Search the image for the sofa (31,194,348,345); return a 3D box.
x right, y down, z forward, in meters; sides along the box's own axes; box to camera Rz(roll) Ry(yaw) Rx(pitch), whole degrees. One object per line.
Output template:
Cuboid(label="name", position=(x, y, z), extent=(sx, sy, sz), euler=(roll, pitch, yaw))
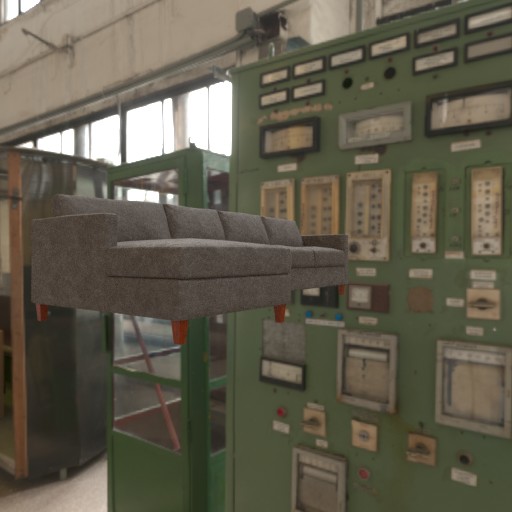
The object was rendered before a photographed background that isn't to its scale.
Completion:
Cuboid(label="sofa", position=(0.000, 0.000, 4.174), extent=(1.606, 0.954, 3.471), euler=(0, 0, 37))
